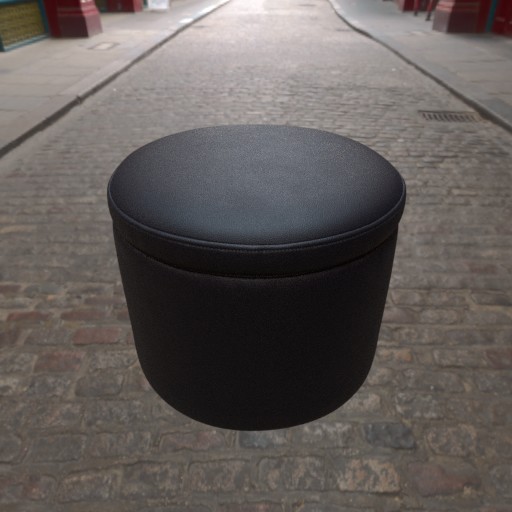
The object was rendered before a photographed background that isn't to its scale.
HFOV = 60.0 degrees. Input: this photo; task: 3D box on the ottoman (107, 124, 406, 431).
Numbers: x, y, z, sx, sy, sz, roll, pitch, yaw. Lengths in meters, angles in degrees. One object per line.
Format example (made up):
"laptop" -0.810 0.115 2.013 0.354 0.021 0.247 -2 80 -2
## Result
"ottoman" 0.000 0.000 0.853 0.501 0.409 0.501 0 32 0
